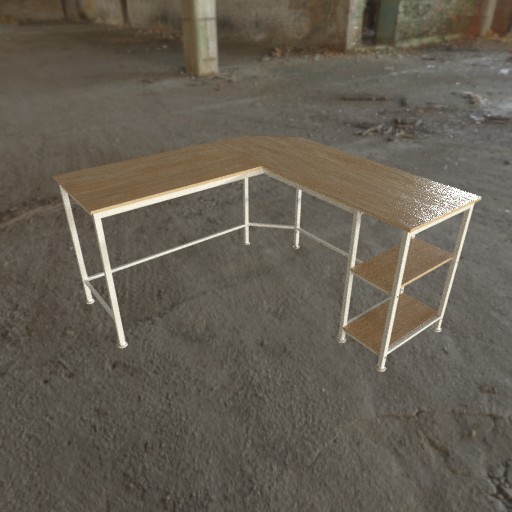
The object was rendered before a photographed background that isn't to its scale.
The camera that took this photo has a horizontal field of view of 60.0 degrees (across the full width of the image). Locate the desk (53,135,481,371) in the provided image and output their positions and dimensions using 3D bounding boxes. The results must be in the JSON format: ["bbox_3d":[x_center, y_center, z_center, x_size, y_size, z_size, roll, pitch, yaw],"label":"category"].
[{"bbox_3d":[0.000,0.000,2.195,1.379,0.739,1.379,-22,37,-32],"label":"desk"}]
